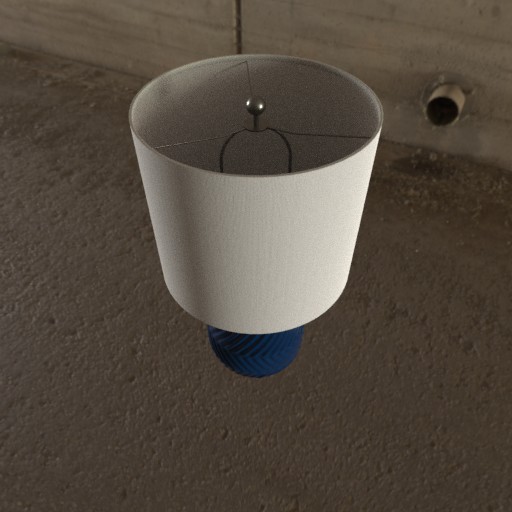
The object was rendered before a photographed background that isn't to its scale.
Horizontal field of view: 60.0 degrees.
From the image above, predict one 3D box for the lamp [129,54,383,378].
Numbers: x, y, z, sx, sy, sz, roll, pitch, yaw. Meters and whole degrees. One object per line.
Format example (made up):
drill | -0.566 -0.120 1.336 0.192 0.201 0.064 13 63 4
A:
lamp | 0.000 0.000 0.488 0.203 0.368 0.203 -4 46 -4
